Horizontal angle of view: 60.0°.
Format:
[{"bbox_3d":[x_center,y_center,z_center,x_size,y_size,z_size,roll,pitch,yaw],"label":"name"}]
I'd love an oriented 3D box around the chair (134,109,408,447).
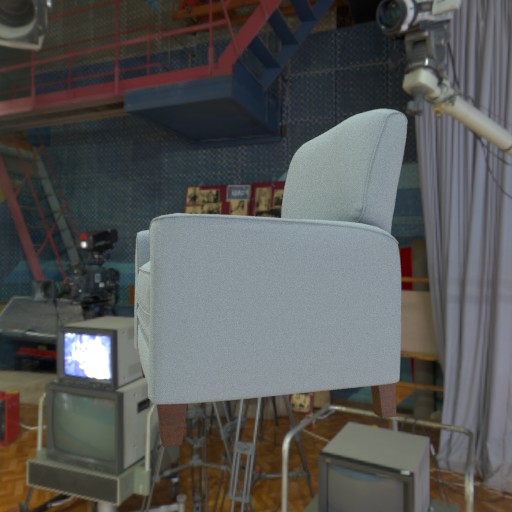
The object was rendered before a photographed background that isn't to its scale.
[{"bbox_3d":[0.000,0.000,1.638,0.846,1.007,0.853,0,0,-18],"label":"chair"}]
